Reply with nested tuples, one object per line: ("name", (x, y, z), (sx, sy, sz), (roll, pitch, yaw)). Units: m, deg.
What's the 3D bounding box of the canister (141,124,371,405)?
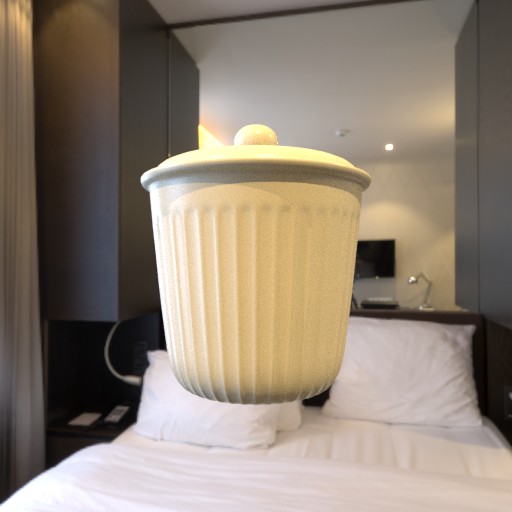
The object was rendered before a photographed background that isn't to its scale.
("canister", (0.000, 0.000, 0.358), (0.181, 0.211, 0.181), (0, -1, 0))
